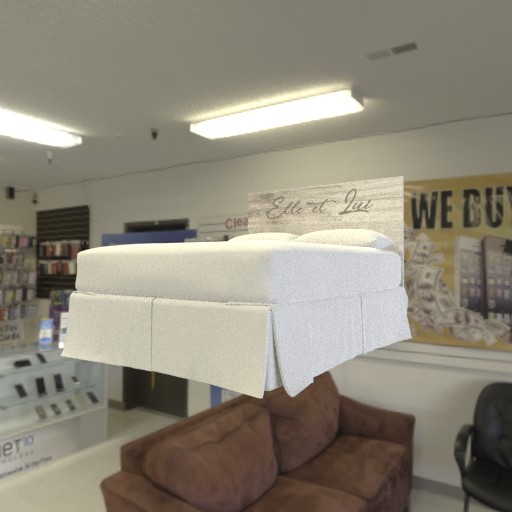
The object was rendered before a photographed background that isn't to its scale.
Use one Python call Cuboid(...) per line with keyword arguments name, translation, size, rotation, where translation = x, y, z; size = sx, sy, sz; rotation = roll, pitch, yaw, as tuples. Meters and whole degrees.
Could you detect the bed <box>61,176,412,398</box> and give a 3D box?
Cuboid(name="bed", translation=(0.000, 0.000, 3.275), size=(1.745, 1.335, 2.094), rotation=(-1, -1, 36))
